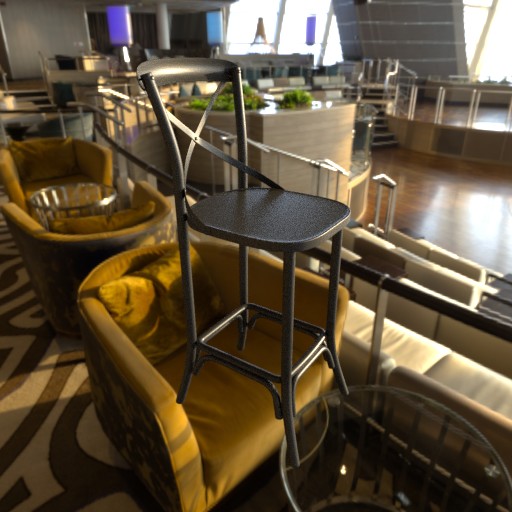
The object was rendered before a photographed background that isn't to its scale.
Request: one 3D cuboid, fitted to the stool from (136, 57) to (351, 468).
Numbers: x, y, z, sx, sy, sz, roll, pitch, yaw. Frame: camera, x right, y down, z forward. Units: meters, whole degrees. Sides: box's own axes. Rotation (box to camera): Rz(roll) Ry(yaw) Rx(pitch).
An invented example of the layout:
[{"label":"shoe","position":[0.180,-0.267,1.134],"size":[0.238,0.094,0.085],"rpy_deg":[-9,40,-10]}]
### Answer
[{"label":"stool","position":[0.000,0.000,1.441],"size":[0.584,1.168,0.457],"rpy_deg":[16,30,30]}]
